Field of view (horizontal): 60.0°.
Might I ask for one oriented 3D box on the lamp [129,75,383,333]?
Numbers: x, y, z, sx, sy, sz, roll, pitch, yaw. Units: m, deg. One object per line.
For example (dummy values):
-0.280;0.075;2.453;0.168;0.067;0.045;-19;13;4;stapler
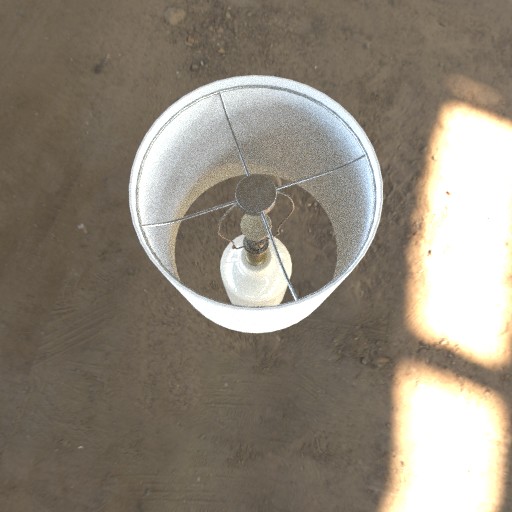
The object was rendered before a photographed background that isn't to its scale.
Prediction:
0.000;0.000;0.583;0.207;0.461;0.207;-18;76;-5;lamp
